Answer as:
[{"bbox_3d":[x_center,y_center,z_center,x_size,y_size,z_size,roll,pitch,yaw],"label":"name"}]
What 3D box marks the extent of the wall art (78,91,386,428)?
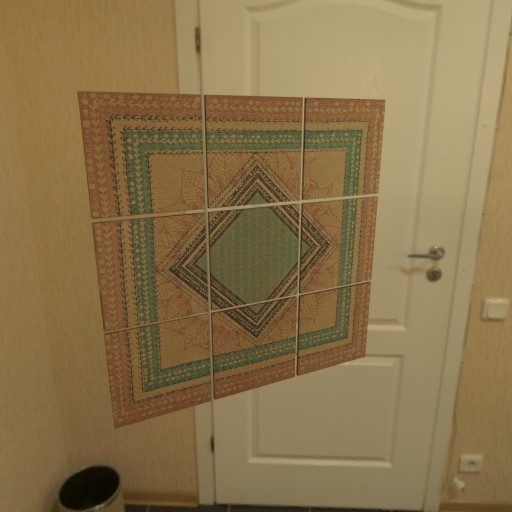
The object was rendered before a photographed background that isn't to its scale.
[{"bbox_3d":[0.000,0.000,1.786,1.215,1.213,0.013,-8,19,-25],"label":"wall art"}]
